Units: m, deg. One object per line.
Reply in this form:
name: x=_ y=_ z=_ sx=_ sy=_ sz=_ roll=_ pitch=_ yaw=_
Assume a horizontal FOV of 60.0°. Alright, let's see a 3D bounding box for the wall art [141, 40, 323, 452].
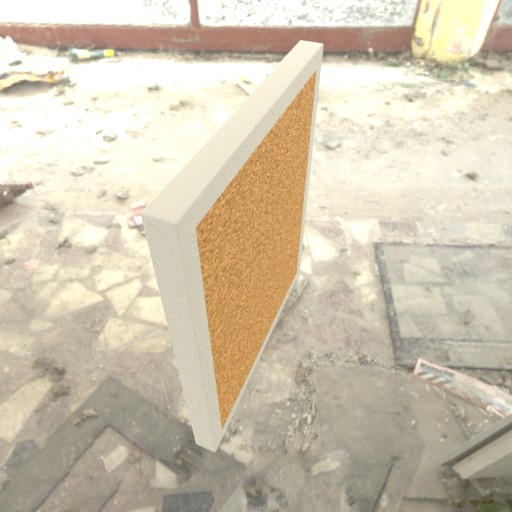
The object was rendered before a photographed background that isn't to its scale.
wall art: x=0.000 y=0.000 z=0.529 sx=0.028 sy=0.381 sz=0.331 roll=17 pitch=48 yaw=16
